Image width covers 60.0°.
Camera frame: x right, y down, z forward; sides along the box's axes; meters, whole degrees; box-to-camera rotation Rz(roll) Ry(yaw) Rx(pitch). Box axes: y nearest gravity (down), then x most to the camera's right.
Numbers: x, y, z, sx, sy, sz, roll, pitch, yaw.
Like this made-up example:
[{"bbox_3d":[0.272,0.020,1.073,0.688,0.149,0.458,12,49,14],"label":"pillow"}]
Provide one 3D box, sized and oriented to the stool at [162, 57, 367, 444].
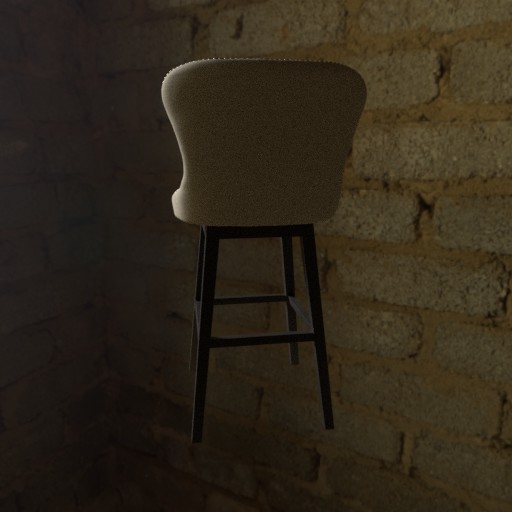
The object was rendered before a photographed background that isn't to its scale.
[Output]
[{"bbox_3d":[0.000,0.000,1.409,0.528,1.066,0.605,-2,14,-9],"label":"stool"}]
